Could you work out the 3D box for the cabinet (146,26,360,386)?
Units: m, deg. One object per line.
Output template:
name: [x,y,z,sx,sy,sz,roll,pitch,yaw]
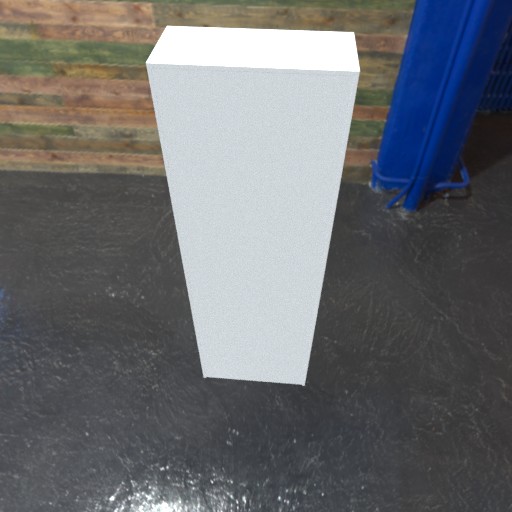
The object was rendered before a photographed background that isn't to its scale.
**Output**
cabinet: [0.000,0.000,1.758,0.520,1.630,0.255,4,48,3]
